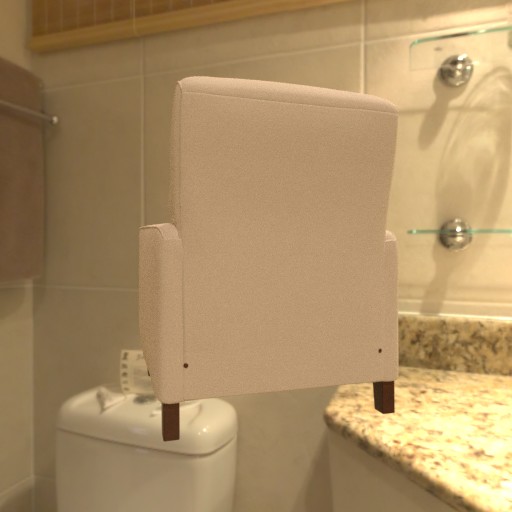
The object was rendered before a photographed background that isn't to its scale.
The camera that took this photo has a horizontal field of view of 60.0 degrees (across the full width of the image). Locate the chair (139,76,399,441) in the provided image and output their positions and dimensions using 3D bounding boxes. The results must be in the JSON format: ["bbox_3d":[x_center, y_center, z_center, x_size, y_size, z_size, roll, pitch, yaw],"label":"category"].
[{"bbox_3d":[0.000,0.000,1.665,0.841,1.028,0.858,0,1,-17],"label":"chair"}]
